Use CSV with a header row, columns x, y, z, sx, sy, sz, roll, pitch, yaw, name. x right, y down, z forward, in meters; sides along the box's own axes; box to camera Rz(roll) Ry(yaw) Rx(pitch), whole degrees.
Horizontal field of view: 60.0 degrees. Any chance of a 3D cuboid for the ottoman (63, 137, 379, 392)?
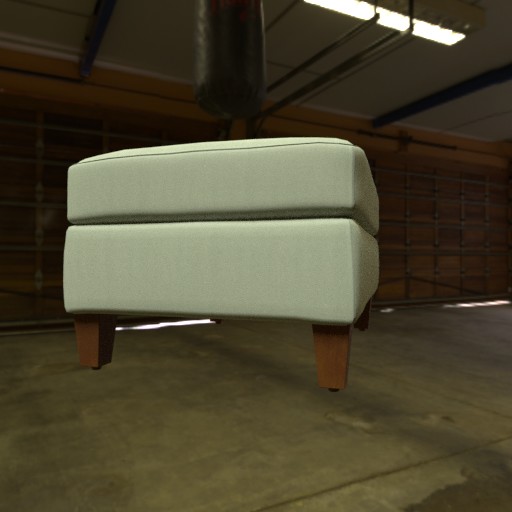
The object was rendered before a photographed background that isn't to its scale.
x,y,z,sx,sy,sz,roll,pitch,yaw,name
0.000,0.000,1.223,0.634,0.496,0.818,0,0,18,ottoman
